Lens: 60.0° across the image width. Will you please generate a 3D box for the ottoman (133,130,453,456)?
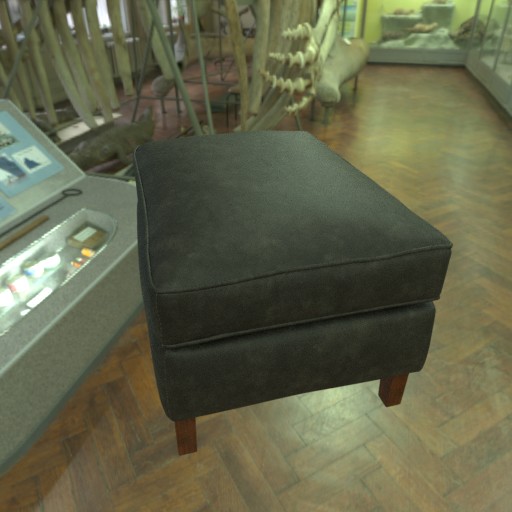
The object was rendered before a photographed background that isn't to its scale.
[{"bbox_3d":[0.000,0.000,0.973,0.501,0.413,0.665,-8,32,-13],"label":"ottoman"}]
